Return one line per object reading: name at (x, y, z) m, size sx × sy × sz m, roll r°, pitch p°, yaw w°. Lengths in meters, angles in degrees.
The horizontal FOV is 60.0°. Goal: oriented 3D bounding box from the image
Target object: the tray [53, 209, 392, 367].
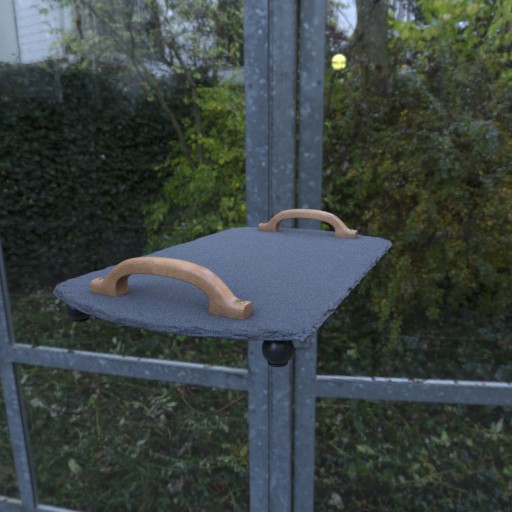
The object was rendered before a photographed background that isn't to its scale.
tray at (0.000, 0.000, 0.463) m, size 0.231 × 0.062 × 0.387 m, roll 6°, pitch 15°, yaw 25°
